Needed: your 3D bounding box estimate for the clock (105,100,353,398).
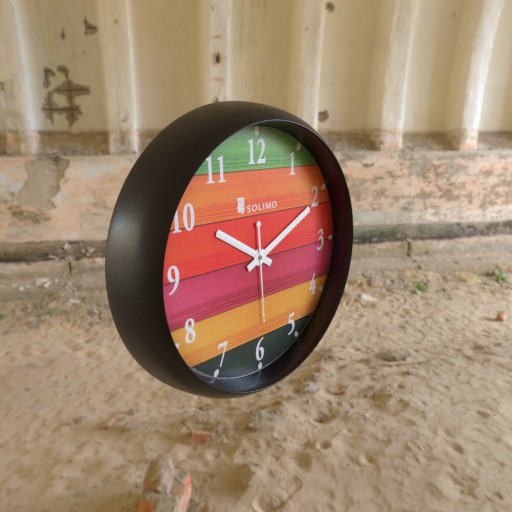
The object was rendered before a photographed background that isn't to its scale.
[{"bbox_3d":[0.000,0.000,0.449,0.060,0.300,0.300,14,20,43],"label":"clock"}]
